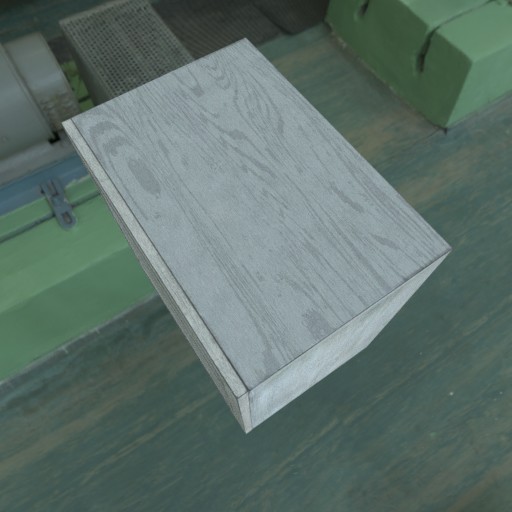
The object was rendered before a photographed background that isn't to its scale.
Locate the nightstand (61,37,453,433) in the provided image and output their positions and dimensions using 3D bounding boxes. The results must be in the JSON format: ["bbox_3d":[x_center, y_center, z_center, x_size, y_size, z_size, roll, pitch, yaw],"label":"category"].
[{"bbox_3d":[0.000,0.000,1.090,0.483,0.673,0.612,-31,68,-14],"label":"nightstand"}]
